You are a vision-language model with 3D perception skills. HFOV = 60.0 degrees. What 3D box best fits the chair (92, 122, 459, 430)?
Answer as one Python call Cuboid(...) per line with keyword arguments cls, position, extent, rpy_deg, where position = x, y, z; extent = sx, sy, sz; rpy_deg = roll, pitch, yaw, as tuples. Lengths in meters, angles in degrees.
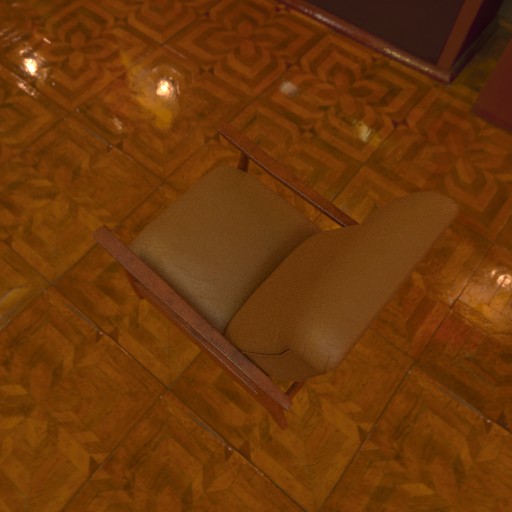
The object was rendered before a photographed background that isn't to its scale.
Cuboid(cls="chair", position=(0.000, 0.000, 1.745), extent=(1.014, 1.082, 0.762), rpy_deg=(38, 69, 17))
